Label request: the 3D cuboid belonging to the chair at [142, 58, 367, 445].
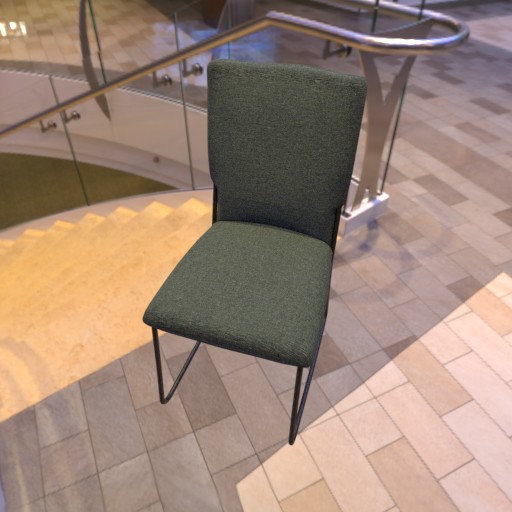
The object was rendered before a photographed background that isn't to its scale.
[{"bbox_3d":[0.000,0.000,1.316,0.480,0.931,0.635,12,43,14],"label":"chair"}]
